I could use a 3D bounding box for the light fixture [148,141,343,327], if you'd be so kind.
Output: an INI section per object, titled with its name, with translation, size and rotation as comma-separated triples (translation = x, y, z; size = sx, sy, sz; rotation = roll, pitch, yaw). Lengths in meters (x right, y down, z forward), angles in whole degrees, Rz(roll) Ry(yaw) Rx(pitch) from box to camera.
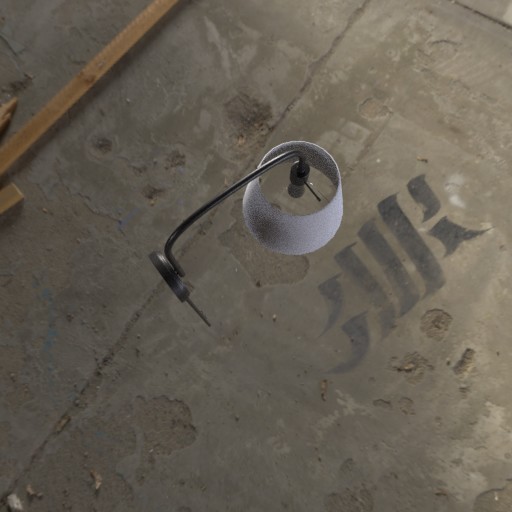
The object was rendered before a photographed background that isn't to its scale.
[light fixture]
translation = 0.000, 0.000, 0.475
size = 0.176, 0.399, 0.092
rotation = -36, 77, -9
